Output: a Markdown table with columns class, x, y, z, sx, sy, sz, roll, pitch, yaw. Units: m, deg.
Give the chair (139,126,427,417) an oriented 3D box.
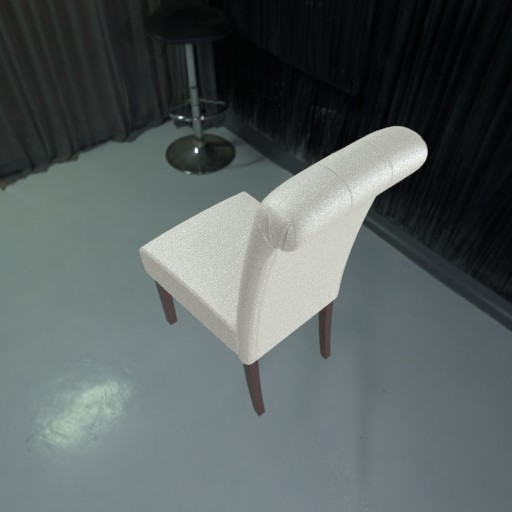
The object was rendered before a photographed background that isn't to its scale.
| class | x | y | z | sx | sy | sz | roll | pitch | yaw |
| --- | --- | --- | --- | --- | --- | --- | --- | --- | --- |
| chair | 0.000 | 0.000 | 1.350 | 0.456 | 1.006 | 0.671 | -33 | 55 | -27 |
